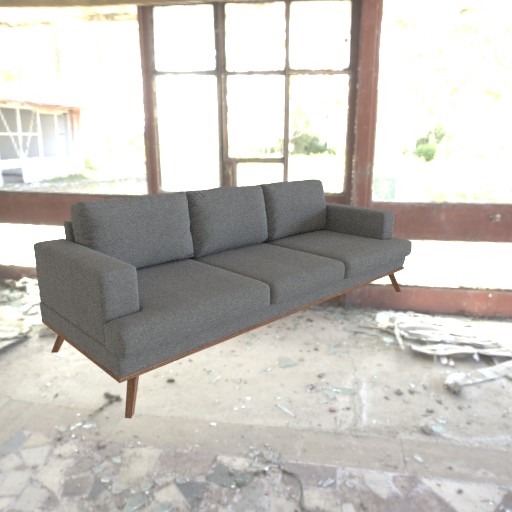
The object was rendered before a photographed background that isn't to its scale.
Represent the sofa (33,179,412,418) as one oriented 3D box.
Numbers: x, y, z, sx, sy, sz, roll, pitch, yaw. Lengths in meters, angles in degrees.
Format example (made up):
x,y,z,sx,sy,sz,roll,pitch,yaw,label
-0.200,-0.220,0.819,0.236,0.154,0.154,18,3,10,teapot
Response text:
x,y,z,sx,sy,sz,roll,pitch,yaw,label
0.000,0.000,2.752,2.310,0.810,0.920,-14,20,-42,sofa
